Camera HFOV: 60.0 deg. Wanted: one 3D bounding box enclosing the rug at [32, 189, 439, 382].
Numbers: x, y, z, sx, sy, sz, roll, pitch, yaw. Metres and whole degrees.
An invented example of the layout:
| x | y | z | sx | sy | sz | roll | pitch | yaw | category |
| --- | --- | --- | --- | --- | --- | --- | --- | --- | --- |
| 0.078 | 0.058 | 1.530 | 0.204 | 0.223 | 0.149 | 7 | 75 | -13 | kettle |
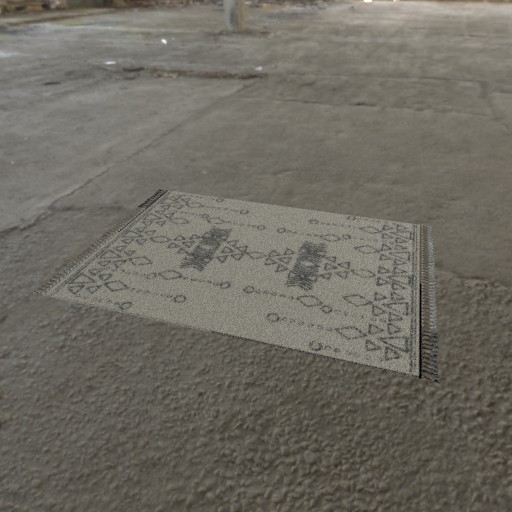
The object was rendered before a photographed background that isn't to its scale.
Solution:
| x | y | z | sx | sy | sz | roll | pitch | yaw | category |
| --- | --- | --- | --- | --- | --- | --- | --- | --- | --- |
| 0.000 | 0.000 | 3.011 | 2.312 | 0.013 | 1.600 | 10 | 34 | 15 | rug |
